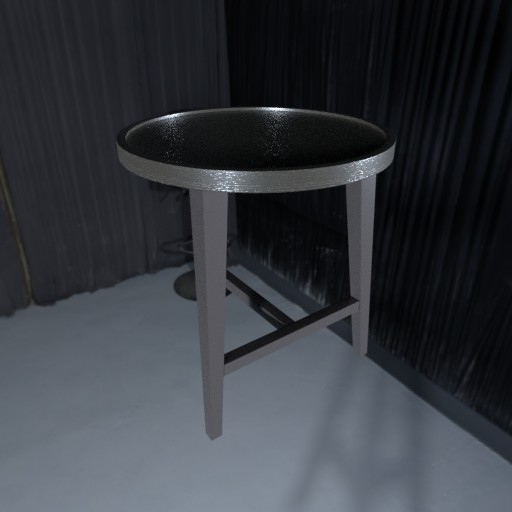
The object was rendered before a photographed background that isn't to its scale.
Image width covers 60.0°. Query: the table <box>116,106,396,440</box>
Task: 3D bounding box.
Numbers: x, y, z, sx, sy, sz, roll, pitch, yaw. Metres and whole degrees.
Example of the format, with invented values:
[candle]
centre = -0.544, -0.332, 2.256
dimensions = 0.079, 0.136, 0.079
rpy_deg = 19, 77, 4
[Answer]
[table]
centre = 0.000, 0.000, 0.947
dimensions = 0.500, 0.531, 0.500
rpy_deg = 0, 28, 0
